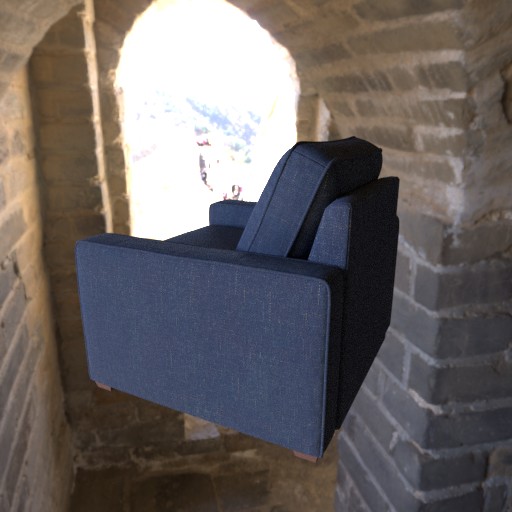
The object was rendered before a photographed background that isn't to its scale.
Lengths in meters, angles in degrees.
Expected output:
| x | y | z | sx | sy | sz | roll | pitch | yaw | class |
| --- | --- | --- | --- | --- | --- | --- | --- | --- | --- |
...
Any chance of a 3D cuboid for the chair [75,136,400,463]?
| x | y | z | sx | sy | sz | roll | pitch | yaw | class |
| --- | --- | --- | --- | --- | --- | --- | --- | --- | --- |
| 0.000 | 0.000 | 1.769 | 0.940 | 0.919 | 1.017 | 8 | 18 | 26 | chair |
